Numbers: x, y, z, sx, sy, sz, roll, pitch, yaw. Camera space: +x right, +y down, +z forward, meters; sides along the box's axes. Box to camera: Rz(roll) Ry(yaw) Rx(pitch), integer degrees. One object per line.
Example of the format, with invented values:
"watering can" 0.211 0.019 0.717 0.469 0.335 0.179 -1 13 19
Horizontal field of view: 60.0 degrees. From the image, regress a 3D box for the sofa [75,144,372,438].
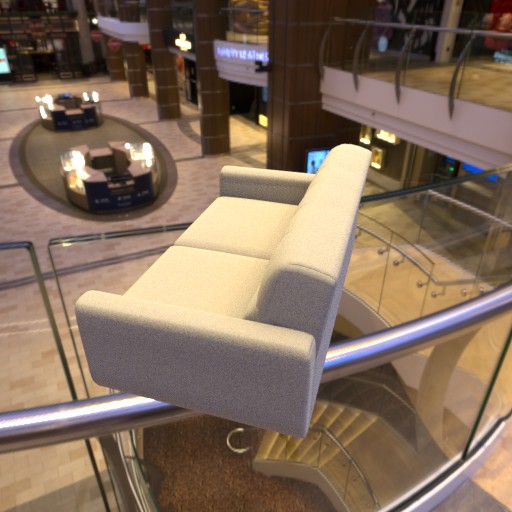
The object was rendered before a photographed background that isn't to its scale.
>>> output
"sofa" 0.000 0.000 2.315 0.980 0.892 1.655 9 32 15
